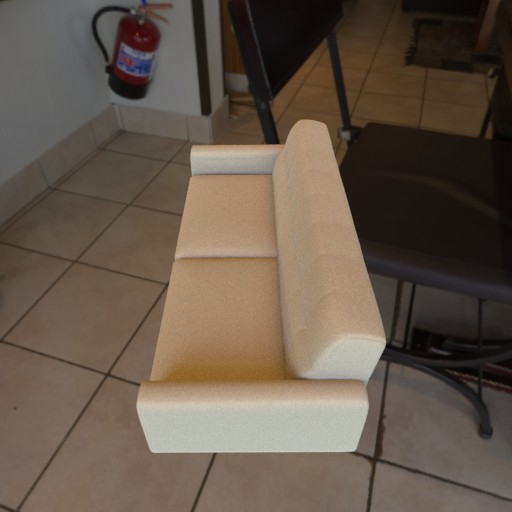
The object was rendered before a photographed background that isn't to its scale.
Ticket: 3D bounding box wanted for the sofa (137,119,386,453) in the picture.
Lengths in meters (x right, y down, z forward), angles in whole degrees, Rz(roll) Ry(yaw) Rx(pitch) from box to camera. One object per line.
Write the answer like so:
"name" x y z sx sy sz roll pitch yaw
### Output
"sofa" 0.000 0.000 2.625 0.980 0.892 2.137 0 41 0
